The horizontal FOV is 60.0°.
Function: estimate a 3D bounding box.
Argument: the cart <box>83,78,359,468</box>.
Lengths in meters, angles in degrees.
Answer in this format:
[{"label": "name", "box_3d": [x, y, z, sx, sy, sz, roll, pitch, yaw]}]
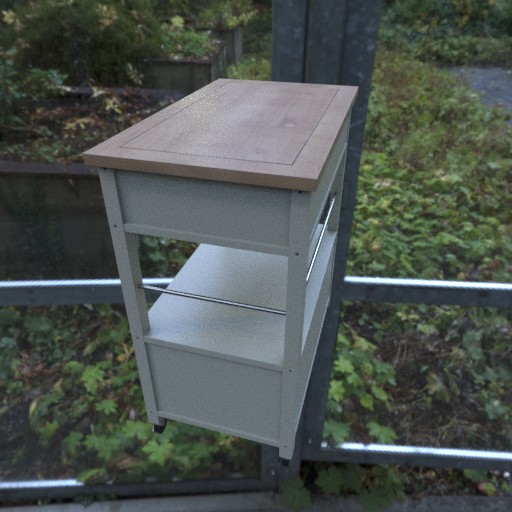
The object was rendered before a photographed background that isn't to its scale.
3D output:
[{"label": "cart", "box_3d": [0.000, 0.000, 1.383, 0.459, 0.901, 0.840, 9, 33, 14]}]
